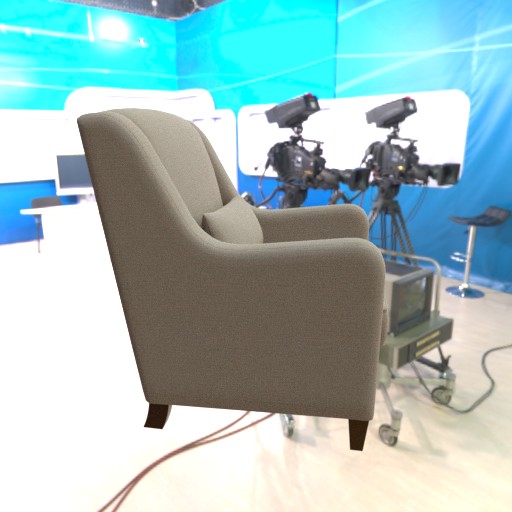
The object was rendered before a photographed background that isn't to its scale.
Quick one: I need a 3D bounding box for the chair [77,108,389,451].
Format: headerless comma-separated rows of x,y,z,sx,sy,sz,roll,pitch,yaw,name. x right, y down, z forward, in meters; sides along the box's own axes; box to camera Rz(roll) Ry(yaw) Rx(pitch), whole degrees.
0.000,0.000,1.599,0.896,1.017,0.715,3,16,9,chair
